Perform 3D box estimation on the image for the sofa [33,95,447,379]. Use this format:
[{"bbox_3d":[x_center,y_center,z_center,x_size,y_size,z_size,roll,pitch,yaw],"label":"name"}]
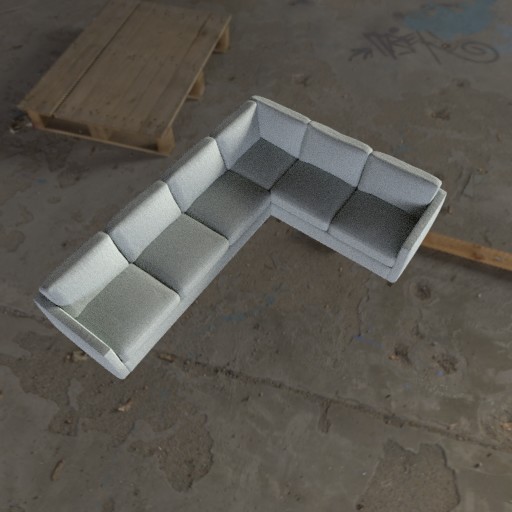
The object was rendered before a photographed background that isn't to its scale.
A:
[{"bbox_3d":[0.000,0.000,4.406,2.522,0.934,3.333,31,62,19],"label":"sofa"}]
